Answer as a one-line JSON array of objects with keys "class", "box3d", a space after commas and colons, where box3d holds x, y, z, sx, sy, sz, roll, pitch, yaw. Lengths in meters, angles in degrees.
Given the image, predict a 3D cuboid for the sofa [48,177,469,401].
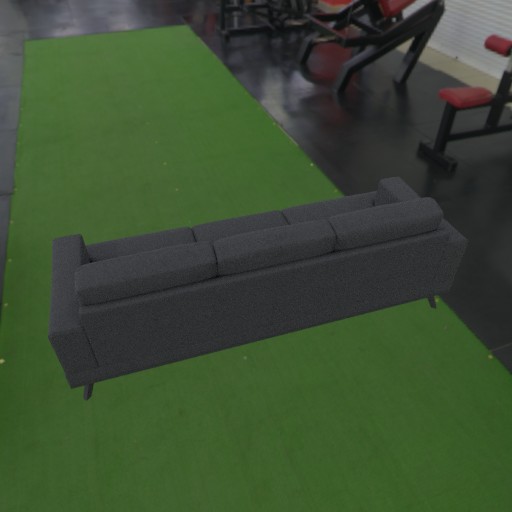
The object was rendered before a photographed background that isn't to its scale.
[{"class": "sofa", "box3d": [0.000, 0.000, 2.724, 2.310, 0.810, 0.920, -12, 42, -13]}]
